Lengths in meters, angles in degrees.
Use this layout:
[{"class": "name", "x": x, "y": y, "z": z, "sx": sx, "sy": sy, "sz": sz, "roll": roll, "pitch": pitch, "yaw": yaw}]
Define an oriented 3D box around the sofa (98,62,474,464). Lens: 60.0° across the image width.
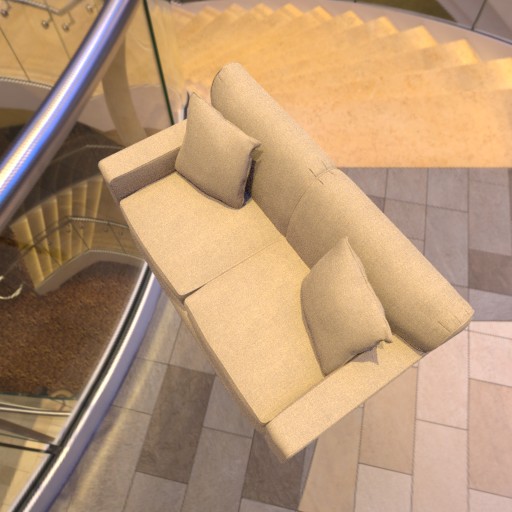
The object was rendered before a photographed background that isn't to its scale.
[{"class": "sofa", "x": 0.000, "y": 0.000, "z": 2.402, "sx": 0.998, "sy": 0.958, "sz": 1.846, "roll": -31, "pitch": 67, "yaw": -15}]
